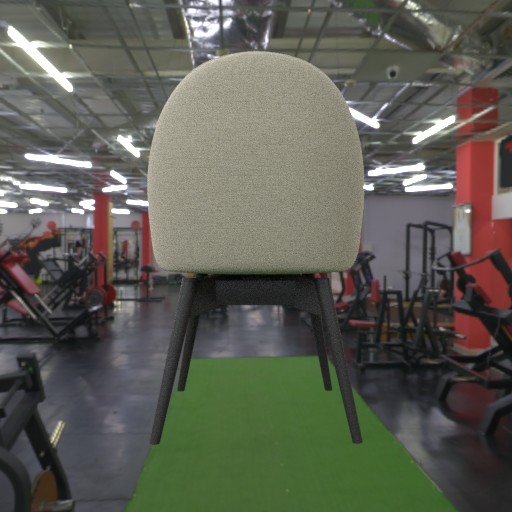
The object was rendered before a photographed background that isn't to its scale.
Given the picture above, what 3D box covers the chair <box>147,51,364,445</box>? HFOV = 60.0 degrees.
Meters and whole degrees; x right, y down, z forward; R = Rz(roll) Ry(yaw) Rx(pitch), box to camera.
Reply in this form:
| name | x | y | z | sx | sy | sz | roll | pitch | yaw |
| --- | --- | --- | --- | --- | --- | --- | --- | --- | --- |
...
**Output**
| name | x | y | z | sx | sy | sz | roll | pitch | yaw |
| --- | --- | --- | --- | --- | --- | --- | --- | --- | --- |
| chair | 0.000 | 0.000 | 1.155 | 0.532 | 0.838 | 0.540 | 0 | 1 | -1 |
